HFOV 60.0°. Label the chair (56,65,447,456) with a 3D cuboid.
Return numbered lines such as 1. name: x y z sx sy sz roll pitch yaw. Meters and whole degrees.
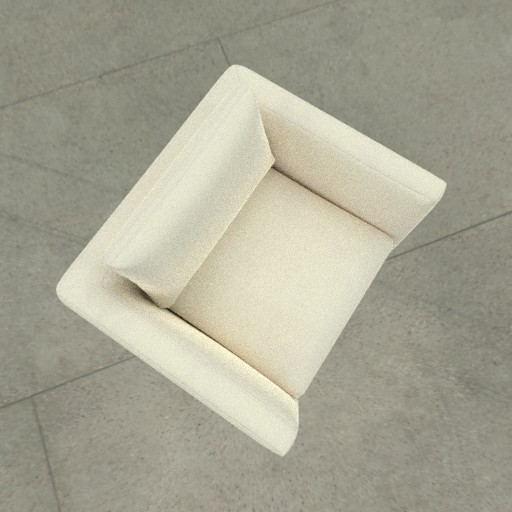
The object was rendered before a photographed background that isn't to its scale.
1. chair: 0.000 0.000 1.684 0.889 0.865 1.041 33 78 8
